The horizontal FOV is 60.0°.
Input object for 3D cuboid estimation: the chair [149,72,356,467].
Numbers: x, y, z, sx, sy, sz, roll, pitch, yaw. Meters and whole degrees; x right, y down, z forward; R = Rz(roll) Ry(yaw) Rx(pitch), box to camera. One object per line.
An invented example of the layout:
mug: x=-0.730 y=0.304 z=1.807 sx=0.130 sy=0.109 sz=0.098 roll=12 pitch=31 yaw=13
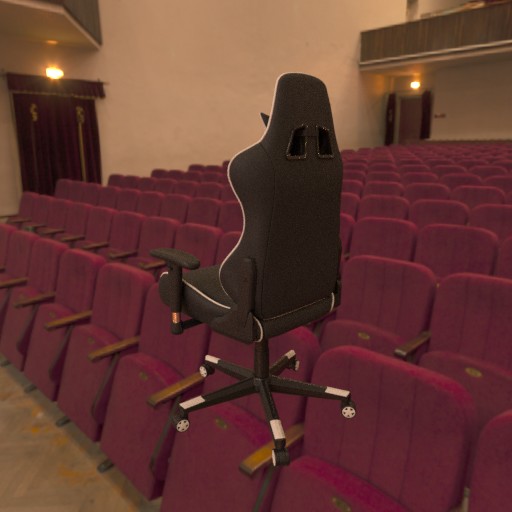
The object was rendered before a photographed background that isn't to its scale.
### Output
chair: x=0.000 y=0.000 z=1.662 sx=0.700 sy=1.240 sz=0.700 roll=-14 pitch=19 yaw=-43
